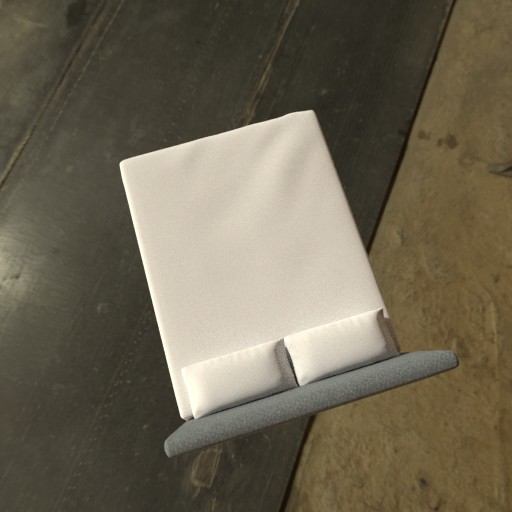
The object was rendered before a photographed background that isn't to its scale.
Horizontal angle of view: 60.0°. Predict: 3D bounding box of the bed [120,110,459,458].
[{"bbox_3d":[0.000,0.000,3.199,1.723,1.330,2.142,-16,77,-4],"label":"bed"}]
